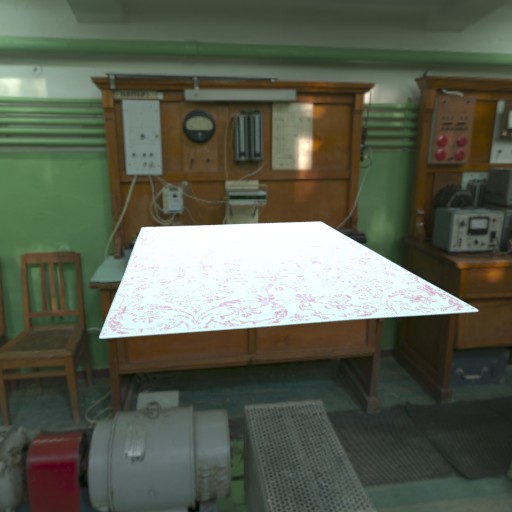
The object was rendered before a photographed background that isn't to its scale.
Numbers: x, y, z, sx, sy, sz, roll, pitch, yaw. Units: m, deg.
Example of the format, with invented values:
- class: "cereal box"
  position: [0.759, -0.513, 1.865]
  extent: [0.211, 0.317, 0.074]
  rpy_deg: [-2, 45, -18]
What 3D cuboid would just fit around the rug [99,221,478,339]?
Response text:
- class: "rug"
  position: [0.000, 0.000, 2.858]
  extent: [1.598, 0.014, 2.202]
  rpy_deg: [-3, 15, -10]
